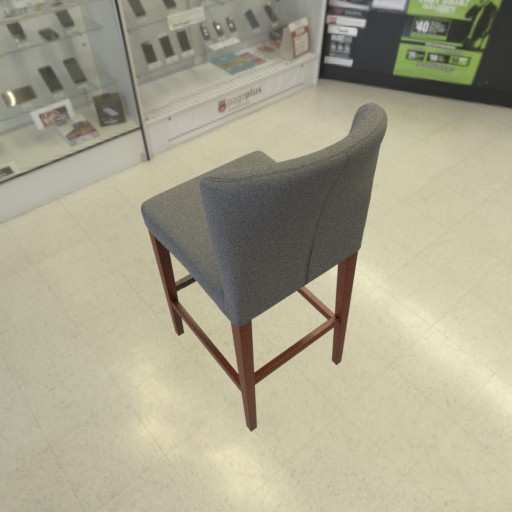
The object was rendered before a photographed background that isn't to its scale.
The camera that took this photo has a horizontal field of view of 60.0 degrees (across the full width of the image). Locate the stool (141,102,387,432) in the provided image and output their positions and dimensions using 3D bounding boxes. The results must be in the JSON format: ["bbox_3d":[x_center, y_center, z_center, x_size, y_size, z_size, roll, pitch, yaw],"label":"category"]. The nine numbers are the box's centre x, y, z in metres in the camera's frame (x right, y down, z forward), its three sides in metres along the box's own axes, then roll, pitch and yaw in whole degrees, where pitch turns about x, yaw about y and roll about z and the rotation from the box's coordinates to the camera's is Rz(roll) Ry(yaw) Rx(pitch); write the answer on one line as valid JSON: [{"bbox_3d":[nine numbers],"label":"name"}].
[{"bbox_3d":[0.000,0.000,1.369,0.481,1.069,0.568,-30,54,-25],"label":"stool"}]
